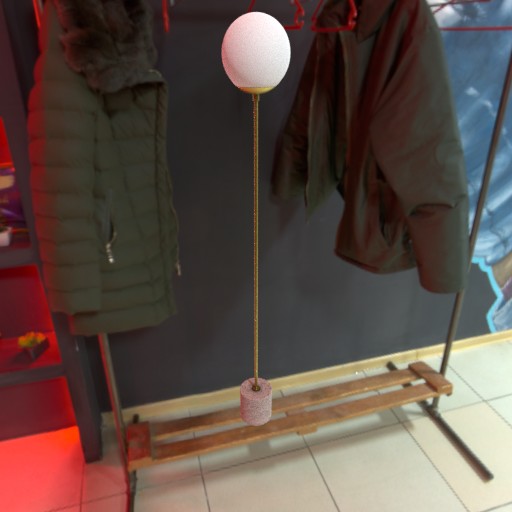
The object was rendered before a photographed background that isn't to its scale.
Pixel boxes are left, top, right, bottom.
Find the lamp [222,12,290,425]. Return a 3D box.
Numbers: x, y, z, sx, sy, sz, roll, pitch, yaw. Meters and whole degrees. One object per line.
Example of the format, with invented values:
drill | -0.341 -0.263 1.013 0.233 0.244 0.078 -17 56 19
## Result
lamp | 0.000 0.000 1.812 0.229 1.748 0.229 7 27 14
